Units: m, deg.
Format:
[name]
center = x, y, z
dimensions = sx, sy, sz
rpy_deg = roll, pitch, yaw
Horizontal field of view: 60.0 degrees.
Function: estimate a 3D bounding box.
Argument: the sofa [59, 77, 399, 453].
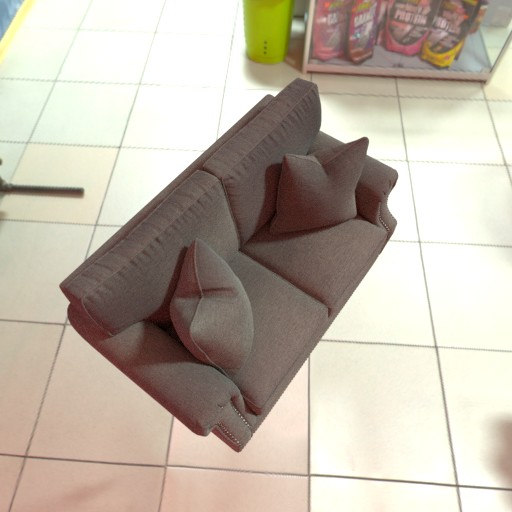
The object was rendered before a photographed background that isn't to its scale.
[sofa]
center = 0.000, 0.000, 2.291
dimensions = 0.966, 0.966, 1.701
rpy_deg = 33, 64, 18
